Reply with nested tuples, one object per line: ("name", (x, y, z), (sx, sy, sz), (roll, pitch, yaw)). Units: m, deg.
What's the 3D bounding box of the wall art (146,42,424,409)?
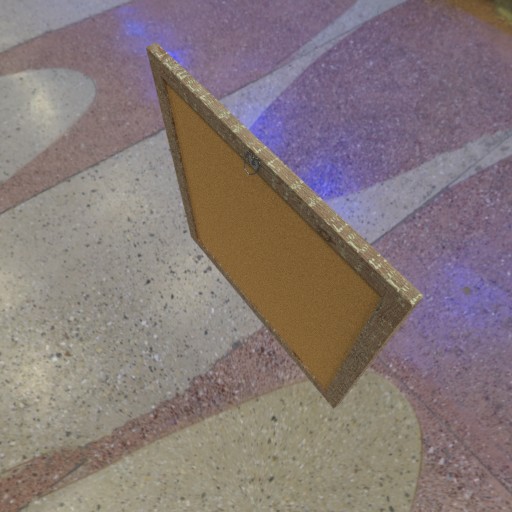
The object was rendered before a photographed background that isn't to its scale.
("wall art", (0.000, 0.000, 0.566), (0.022, 0.380, 0.380), (-34, 66, -18))
